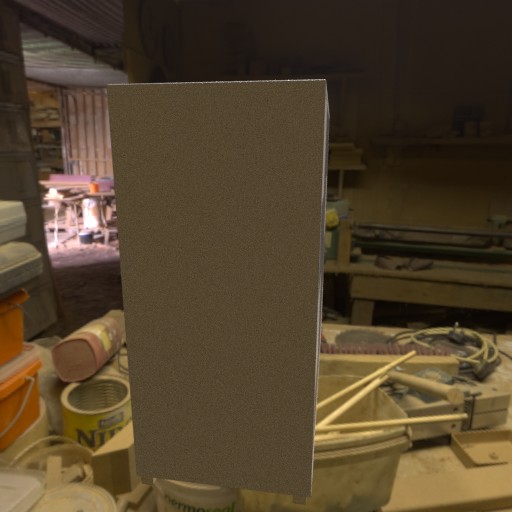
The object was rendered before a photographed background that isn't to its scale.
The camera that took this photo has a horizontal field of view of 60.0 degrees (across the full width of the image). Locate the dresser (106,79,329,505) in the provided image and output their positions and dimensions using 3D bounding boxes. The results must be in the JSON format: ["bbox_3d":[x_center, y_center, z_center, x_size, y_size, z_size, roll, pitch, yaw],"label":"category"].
[{"bbox_3d":[0.000,0.000,1.547,0.460,1.000,1.100,2,14,9],"label":"dresser"}]
